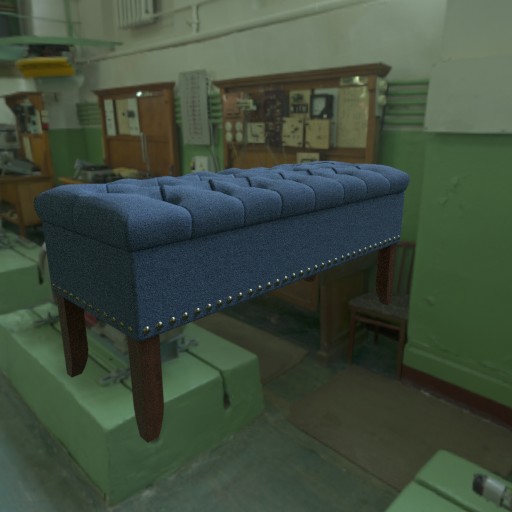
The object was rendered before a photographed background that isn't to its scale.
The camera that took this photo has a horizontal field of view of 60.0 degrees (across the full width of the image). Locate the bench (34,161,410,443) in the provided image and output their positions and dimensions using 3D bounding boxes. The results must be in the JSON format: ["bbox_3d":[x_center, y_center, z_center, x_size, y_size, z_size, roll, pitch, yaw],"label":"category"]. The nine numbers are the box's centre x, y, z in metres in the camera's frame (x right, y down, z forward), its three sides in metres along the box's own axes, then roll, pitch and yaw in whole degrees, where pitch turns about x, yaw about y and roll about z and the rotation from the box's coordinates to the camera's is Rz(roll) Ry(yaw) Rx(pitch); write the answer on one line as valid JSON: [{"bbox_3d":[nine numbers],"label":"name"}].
[{"bbox_3d":[0.000,0.000,1.295,0.417,0.492,1.052,15,22,42],"label":"bench"}]
